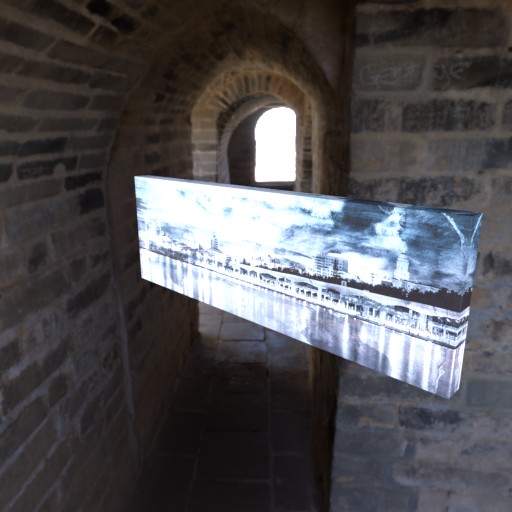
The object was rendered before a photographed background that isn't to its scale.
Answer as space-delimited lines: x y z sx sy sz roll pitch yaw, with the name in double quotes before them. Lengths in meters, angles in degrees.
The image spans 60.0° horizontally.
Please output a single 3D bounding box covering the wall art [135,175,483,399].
"wall art" 0.000 0.000 0.833 0.759 0.251 0.037 14 21 42
